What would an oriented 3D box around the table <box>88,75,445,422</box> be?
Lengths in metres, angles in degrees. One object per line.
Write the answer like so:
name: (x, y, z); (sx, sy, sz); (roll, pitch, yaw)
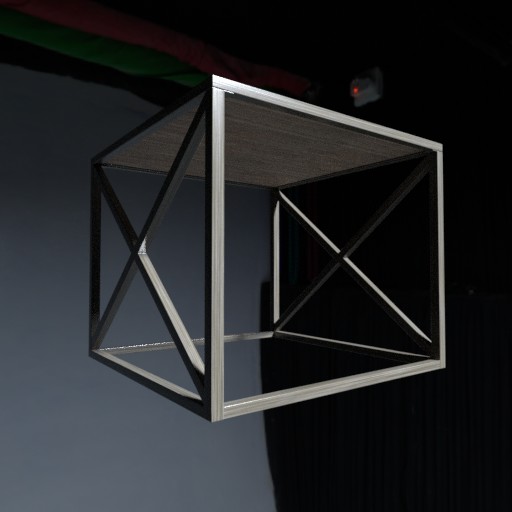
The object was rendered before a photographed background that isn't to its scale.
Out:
table: (0.000, 0.000, 1.070); (0.609, 0.507, 0.611); (1, -2, -36)
